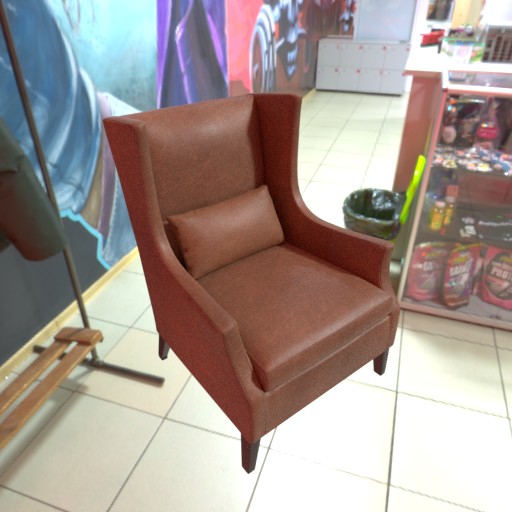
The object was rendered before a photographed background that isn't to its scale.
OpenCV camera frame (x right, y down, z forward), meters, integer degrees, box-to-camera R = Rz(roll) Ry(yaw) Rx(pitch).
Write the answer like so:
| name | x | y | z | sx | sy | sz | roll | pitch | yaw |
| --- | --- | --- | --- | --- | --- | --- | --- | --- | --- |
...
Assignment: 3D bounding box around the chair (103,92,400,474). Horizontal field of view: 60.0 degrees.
| name | x | y | z | sx | sy | sz | roll | pitch | yaw |
| --- | --- | --- | --- | --- | --- | --- | --- | --- | --- |
| chair | 0.000 | 0.000 | 1.747 | 0.815 | 1.088 | 0.913 | -23 | 38 | -32 |
